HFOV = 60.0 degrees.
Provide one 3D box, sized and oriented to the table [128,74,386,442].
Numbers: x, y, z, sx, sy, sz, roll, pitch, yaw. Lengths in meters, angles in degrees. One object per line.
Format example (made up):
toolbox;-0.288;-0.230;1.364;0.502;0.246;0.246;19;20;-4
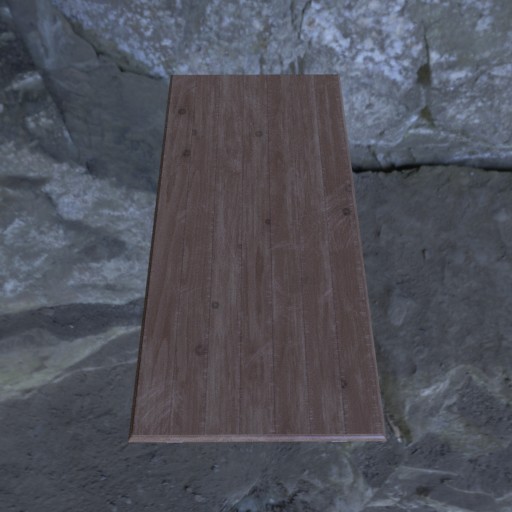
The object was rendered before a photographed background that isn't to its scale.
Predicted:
table;0.000;0.000;1.403;0.559;0.458;1.118;0;63;0
